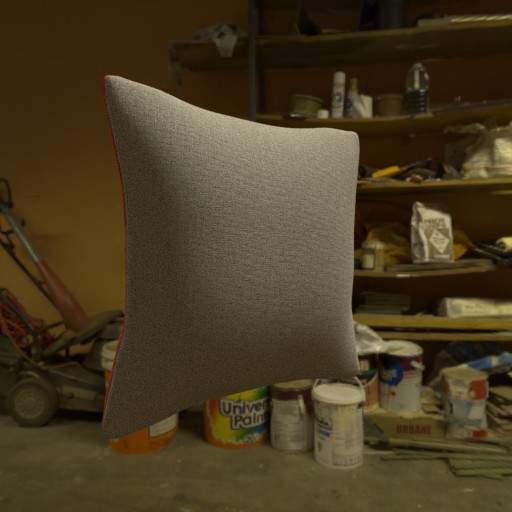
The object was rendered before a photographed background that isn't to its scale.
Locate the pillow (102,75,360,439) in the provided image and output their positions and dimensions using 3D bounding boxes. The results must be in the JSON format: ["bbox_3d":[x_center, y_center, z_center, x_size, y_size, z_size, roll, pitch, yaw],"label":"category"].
[{"bbox_3d":[0.000,0.000,0.631,0.437,0.419,0.136,-1,1,-36],"label":"pillow"}]
